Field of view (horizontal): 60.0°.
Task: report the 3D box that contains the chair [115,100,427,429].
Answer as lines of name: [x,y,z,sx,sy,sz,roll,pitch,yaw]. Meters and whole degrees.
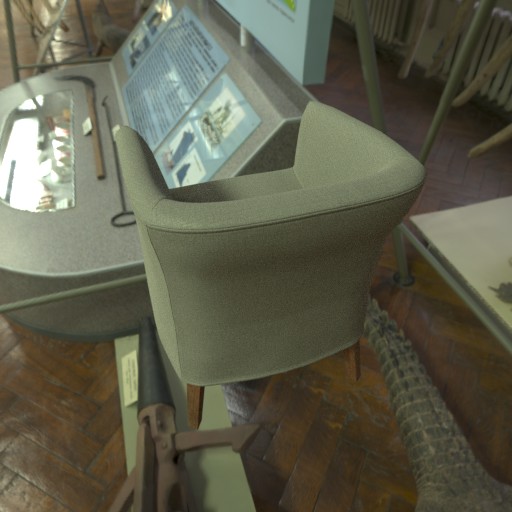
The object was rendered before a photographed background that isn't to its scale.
chair: [0.000,0.000,1.209,0.600,0.771,0.668,-12,43,-13]
